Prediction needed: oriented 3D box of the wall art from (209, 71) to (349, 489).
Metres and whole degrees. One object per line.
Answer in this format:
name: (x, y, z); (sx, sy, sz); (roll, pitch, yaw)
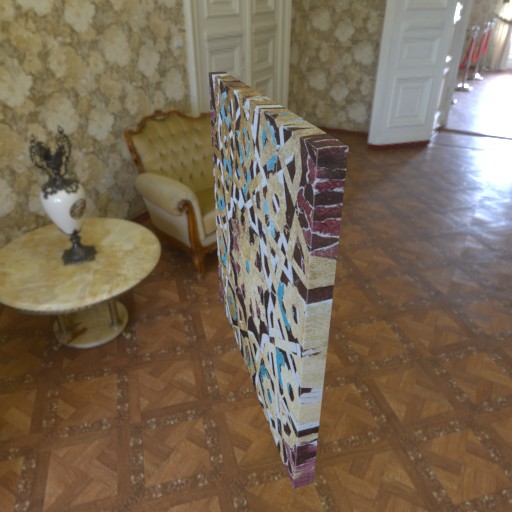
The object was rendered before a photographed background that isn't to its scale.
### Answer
wall art: (0.000, 0.000, 0.892); (0.041, 0.613, 0.609); (-8, 31, -14)
